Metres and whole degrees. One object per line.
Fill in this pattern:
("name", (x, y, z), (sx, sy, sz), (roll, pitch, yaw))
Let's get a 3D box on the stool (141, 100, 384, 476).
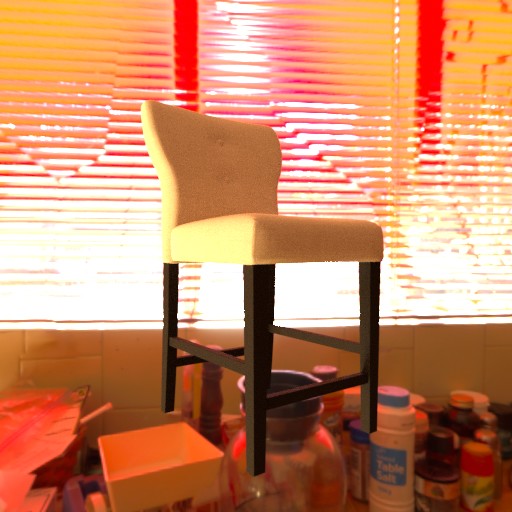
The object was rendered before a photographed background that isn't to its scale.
("stool", (0.000, 0.000, 1.319), (0.514, 0.972, 0.603), (0, 1, -36))
